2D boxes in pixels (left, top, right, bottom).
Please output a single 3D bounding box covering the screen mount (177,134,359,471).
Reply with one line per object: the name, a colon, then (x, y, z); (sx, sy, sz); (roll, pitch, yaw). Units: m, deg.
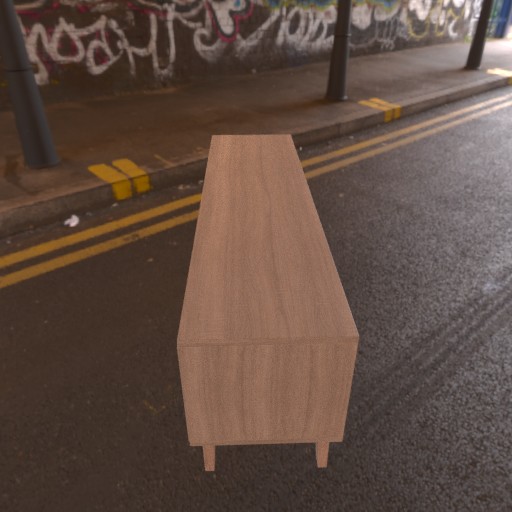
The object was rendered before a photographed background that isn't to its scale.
screen mount: (0.000, 0.000, 1.731); (0.401, 0.509, 1.500); (-1, 32, -2)
